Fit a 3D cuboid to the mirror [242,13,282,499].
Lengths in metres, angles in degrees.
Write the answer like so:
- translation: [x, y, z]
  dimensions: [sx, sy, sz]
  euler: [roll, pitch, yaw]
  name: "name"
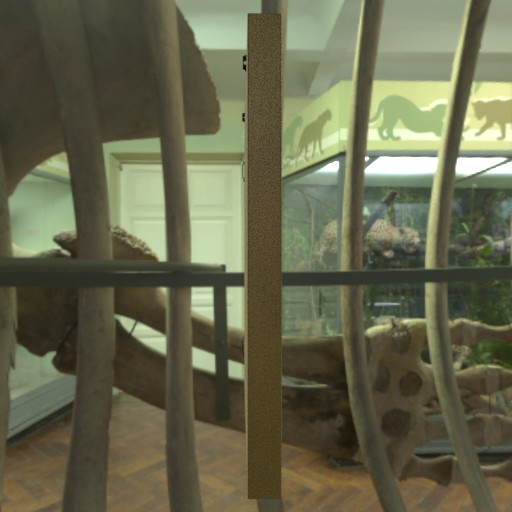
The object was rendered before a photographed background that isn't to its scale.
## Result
- translation: [0.000, 0.000, 0.665]
  dimensions: [0.041, 0.508, 0.405]
  euler: [0, 0, -2]
  name: "mirror"
